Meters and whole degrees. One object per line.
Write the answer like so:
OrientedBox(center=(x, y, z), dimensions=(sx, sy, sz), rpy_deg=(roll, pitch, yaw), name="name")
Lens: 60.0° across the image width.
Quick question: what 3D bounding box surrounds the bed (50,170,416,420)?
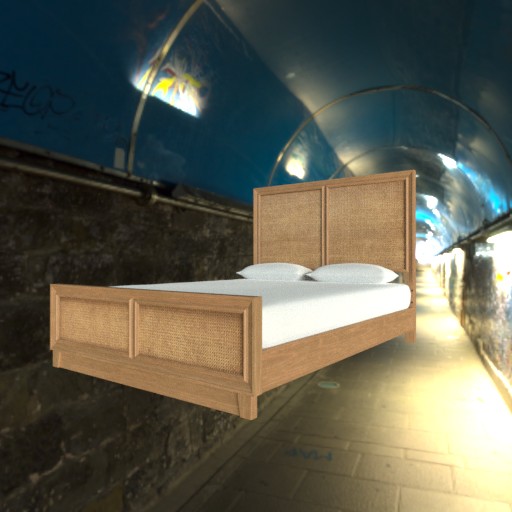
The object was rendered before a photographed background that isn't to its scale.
OrientedBox(center=(0.000, 0.000, 3.190), dimensions=(1.606, 1.387, 2.184), rpy_deg=(0, 0, 37), name="bed")
